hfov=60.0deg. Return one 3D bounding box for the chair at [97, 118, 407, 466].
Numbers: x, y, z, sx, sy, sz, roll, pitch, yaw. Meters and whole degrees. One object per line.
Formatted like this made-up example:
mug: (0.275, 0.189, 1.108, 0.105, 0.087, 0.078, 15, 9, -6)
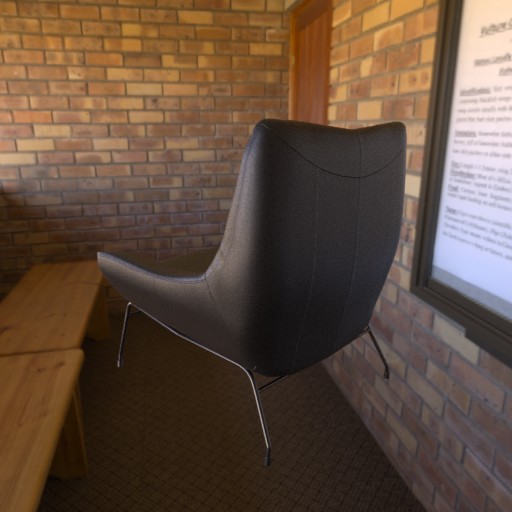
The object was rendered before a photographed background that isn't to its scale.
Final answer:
chair: (0.000, 0.000, 1.584, 0.836, 0.922, 0.826, -15, 22, -42)
